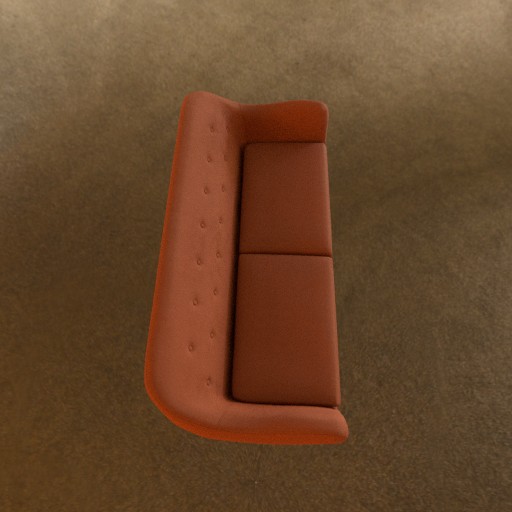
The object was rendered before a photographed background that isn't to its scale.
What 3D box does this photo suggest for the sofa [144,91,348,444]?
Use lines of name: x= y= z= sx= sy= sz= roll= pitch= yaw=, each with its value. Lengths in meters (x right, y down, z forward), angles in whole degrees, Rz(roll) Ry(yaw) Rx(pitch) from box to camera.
sofa: x=0.000 y=0.000 z=2.335 sx=0.820 sy=0.836 sz=1.840 roll=1 pitch=63 yaw=1
